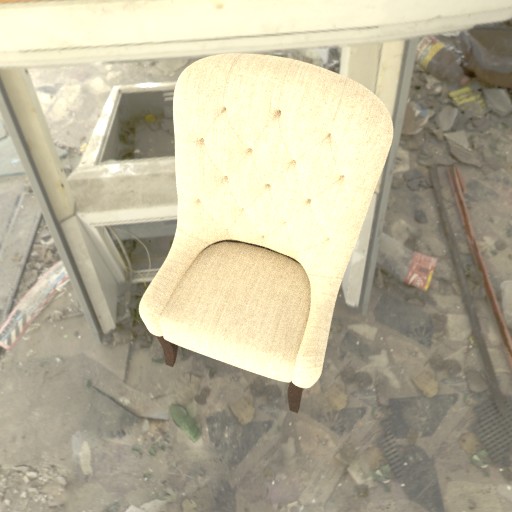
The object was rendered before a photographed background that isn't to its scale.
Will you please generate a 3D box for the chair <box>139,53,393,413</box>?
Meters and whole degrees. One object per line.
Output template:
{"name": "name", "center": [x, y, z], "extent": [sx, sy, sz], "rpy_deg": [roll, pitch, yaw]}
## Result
{"name": "chair", "center": [0.000, 0.000, 1.491], "extent": [0.634, 1.091, 0.629], "rpy_deg": [17, 59, 10]}
